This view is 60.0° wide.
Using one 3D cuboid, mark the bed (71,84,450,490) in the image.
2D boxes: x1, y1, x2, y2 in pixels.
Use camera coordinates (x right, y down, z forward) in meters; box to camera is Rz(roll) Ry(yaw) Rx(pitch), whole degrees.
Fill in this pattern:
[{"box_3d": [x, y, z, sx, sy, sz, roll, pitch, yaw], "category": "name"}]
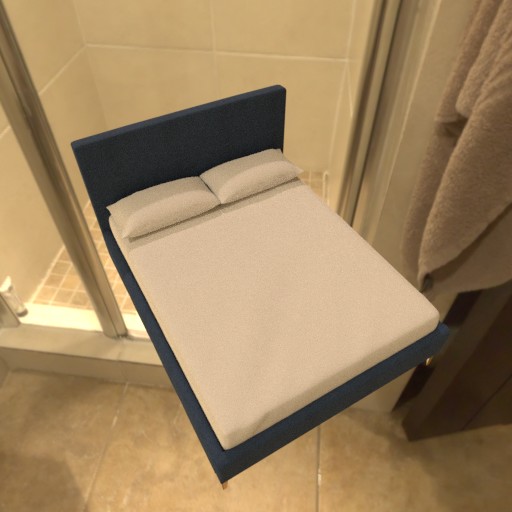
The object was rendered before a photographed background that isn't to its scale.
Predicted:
[{"box_3d": [0.000, 0.000, 3.117, 1.723, 1.231, 2.172, -23, 51, -20], "category": "bed"}]
